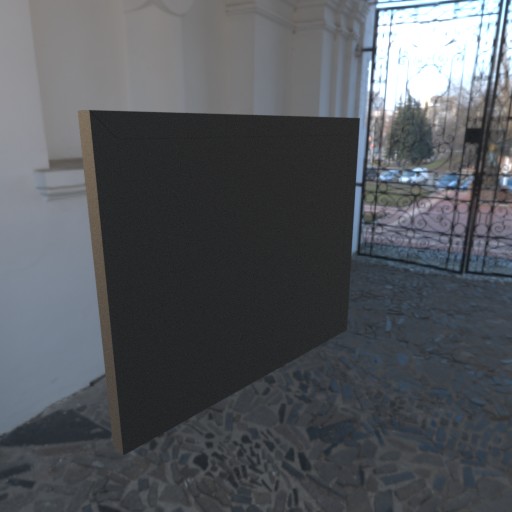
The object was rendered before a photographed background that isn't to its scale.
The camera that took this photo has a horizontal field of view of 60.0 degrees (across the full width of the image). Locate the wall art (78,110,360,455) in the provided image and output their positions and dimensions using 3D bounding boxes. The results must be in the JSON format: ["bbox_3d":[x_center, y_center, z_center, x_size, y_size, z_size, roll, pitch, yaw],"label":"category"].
[{"bbox_3d":[0.000,0.000,0.755,0.029,0.457,0.558,15,22,42],"label":"wall art"}]
